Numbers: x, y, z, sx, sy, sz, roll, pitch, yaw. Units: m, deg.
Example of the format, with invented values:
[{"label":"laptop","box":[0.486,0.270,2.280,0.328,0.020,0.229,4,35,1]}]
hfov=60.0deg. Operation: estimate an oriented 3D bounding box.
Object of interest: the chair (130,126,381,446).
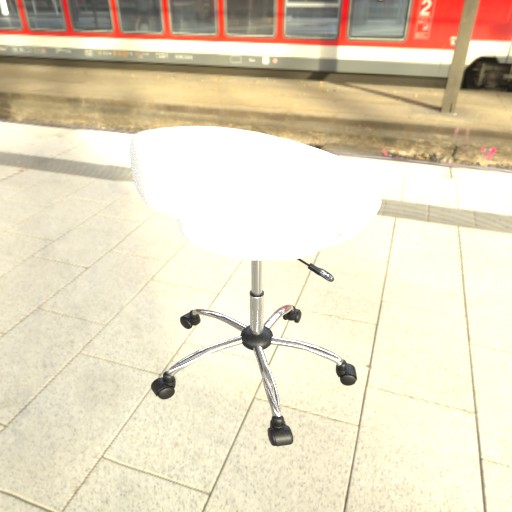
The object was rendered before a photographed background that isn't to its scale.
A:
[{"label":"chair","box":[0.000,0.000,1.168,0.612,0.791,0.538,9,33,15]}]
